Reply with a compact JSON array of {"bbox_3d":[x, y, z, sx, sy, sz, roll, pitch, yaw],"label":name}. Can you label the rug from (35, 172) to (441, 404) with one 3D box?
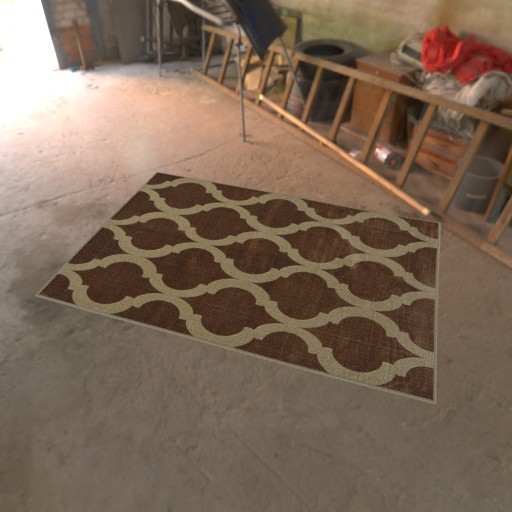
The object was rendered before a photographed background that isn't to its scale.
[{"bbox_3d":[0.000,0.000,2.908,2.290,0.014,1.526,12,42,14],"label":"rug"}]
